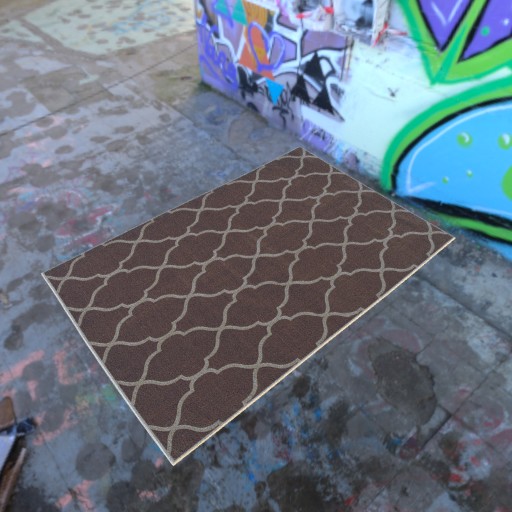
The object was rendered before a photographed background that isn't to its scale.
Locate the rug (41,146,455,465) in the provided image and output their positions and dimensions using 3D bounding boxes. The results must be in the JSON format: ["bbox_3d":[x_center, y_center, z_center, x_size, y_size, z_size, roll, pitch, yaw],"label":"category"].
[{"bbox_3d":[0.000,0.000,2.904,2.294,0.014,1.528,-31,53,-27],"label":"rug"}]
